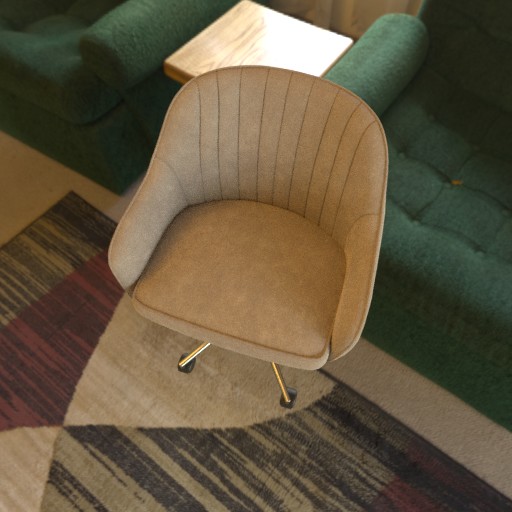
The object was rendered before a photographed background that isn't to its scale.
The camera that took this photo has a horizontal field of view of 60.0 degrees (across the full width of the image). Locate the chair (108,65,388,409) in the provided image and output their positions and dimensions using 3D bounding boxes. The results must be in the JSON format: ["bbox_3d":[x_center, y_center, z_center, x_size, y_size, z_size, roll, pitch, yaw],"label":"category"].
[{"bbox_3d":[0.000,0.000,1.262,0.635,0.831,0.573,16,60,10],"label":"chair"}]
